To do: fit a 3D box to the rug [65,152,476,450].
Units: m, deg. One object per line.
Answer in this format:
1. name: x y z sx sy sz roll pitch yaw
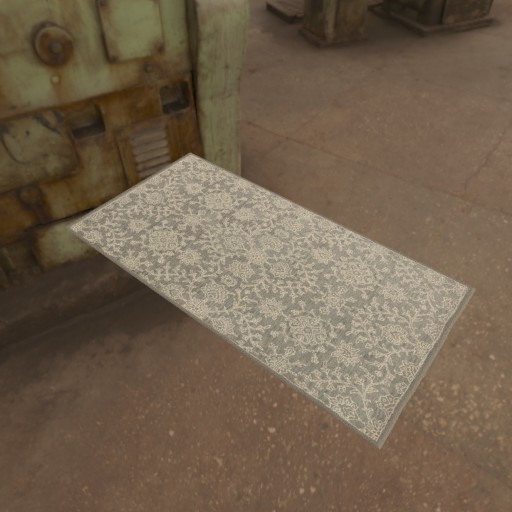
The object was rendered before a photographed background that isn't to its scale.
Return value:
1. rug: 0.000 0.000 3.619 3.048 0.011 1.546 30 52 26
